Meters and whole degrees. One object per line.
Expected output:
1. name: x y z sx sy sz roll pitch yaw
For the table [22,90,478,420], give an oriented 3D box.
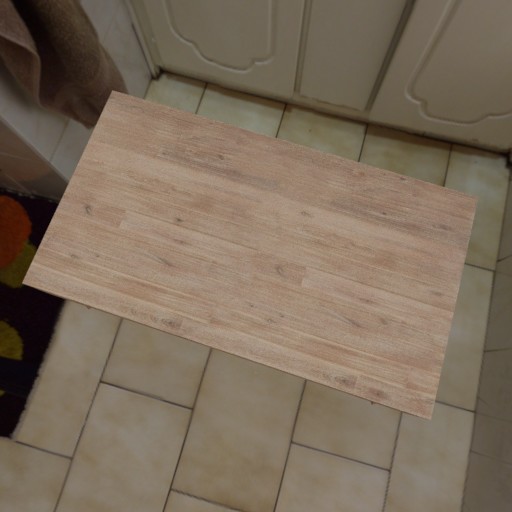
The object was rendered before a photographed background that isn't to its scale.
1. table: 0.000 0.000 2.025 1.619 0.531 0.918 18 76 5
